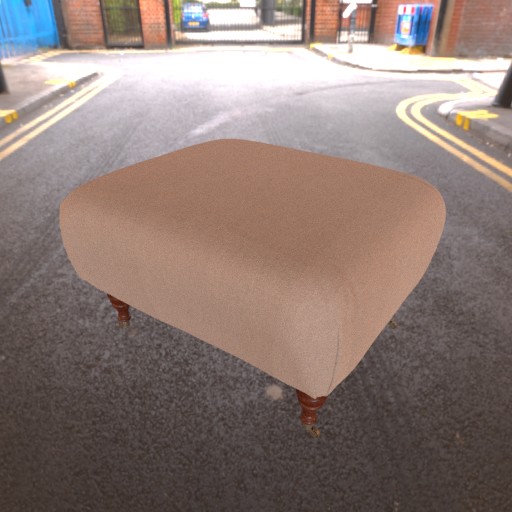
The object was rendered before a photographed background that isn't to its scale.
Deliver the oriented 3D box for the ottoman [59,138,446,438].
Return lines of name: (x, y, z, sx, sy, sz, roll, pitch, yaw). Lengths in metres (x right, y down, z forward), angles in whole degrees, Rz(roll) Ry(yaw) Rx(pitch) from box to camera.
ottoman: (0.000, 0.000, 1.109, 0.746, 0.450, 0.639, 20, 35, 31)
